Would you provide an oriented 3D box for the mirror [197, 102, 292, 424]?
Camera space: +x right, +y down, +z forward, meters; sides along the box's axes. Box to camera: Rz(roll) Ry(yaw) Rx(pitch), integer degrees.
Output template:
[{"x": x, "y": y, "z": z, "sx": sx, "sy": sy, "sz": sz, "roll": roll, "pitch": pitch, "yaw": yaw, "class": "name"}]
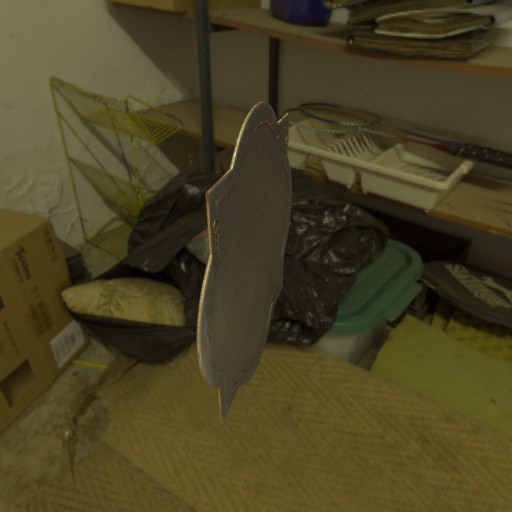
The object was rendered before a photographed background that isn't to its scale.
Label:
[{"x": 0.000, "y": 0.000, "z": 1.061, "sx": 0.019, "sy": 0.686, "sz": 0.686, "roll": 9, "pitch": 32, "yaw": 14, "class": "mirror"}]
